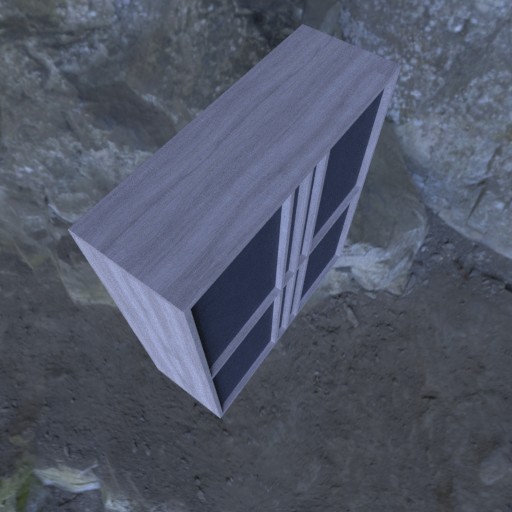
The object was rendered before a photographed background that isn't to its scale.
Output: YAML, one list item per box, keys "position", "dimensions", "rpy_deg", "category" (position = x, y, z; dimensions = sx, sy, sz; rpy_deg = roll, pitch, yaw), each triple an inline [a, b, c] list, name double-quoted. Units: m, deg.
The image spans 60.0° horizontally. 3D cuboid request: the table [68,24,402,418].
- position: [0.000, 0.000, 1.911]
  dimensions: [0.398, 1.388, 1.111]
  rpy_deg: [32, 64, 18]
  category: "table"
